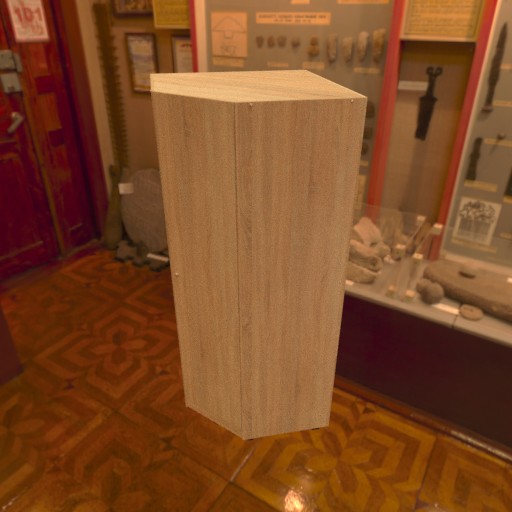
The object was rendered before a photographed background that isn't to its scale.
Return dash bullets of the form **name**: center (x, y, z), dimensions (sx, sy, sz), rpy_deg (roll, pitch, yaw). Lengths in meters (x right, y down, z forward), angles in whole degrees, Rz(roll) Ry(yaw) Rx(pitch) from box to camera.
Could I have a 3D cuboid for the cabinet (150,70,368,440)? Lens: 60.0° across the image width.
- **cabinet**: center (0.000, 0.000, 2.859), dimensions (1.327, 2.120, 1.094), rpy_deg (19, 34, 29)
